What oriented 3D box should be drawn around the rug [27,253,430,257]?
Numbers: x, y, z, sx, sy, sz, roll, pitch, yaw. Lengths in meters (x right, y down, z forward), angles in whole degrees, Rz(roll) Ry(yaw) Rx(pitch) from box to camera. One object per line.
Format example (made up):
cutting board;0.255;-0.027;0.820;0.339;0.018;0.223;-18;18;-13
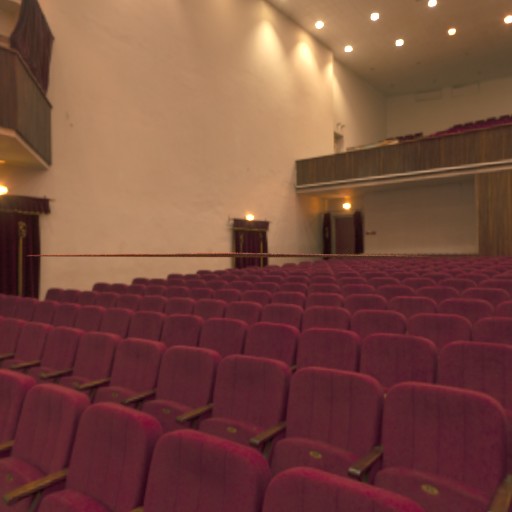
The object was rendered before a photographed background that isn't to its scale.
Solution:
rug;0.000;0.000;3.753;2.007;0.013;2.896;0;0;38
